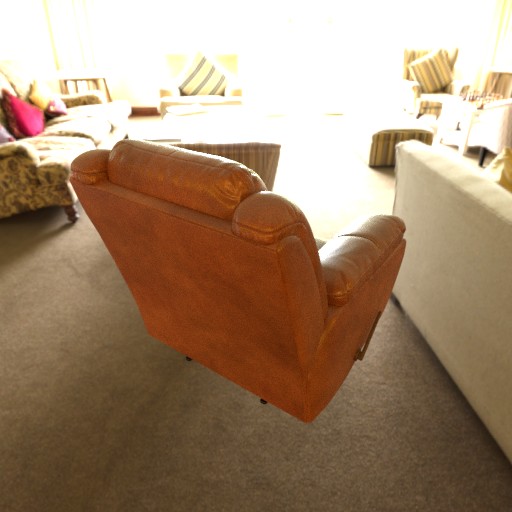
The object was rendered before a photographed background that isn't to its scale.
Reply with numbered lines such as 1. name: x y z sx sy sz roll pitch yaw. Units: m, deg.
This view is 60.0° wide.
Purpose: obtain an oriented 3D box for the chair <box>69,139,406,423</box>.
1. chair: 0.000 0.000 1.892 0.990 1.093 1.041 20 35 31
